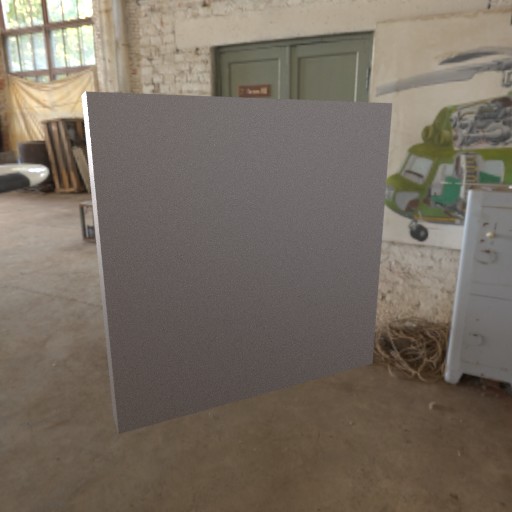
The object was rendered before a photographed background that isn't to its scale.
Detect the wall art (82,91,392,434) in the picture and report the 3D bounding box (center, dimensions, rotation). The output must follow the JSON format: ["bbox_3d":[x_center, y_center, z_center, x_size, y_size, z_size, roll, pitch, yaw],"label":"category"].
[{"bbox_3d":[0.000,0.000,0.524,0.350,0.350,0.038,-7,17,-25],"label":"wall art"}]
